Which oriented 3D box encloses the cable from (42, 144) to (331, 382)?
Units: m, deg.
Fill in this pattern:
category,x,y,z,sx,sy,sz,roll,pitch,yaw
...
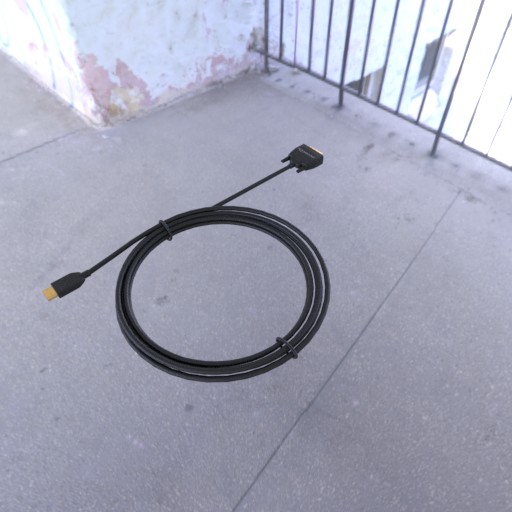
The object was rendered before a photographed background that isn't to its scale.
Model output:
category,x,y,z,sx,sy,sz,roll,pitch,yaw
cable,0.000,0.000,0.518,0.422,0.030,0.257,-32,56,-26
